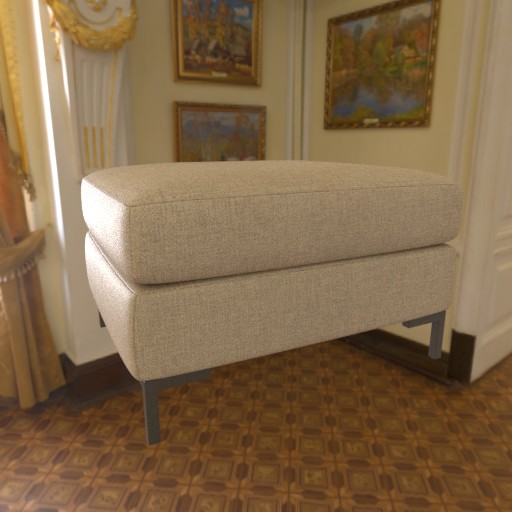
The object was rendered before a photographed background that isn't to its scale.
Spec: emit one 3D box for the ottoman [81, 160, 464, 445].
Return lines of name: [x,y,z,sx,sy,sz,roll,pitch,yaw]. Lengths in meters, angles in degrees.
ottoman: [0.000,0.000,1.195,0.820,0.490,0.671,-7,16,-26]
